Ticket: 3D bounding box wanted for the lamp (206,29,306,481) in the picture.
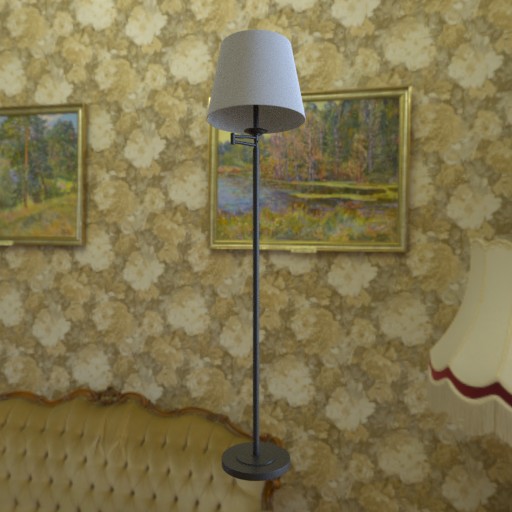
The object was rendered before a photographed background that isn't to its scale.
[{"bbox_3d":[0.000,0.000,1.567,0.348,1.473,0.348,0,0,-35],"label":"lamp"}]
